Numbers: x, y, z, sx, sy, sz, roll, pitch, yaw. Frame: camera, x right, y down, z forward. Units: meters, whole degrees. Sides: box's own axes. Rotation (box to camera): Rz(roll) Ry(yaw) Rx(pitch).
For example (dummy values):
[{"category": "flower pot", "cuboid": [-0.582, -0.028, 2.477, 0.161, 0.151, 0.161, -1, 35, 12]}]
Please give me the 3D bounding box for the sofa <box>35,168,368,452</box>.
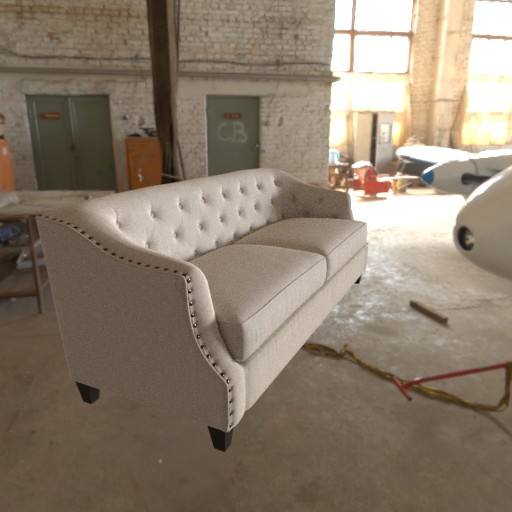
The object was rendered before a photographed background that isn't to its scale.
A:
[{"category": "sofa", "cuboid": [0.000, 0.000, 2.672, 0.914, 0.901, 2.235, 8, 18, 25]}]
